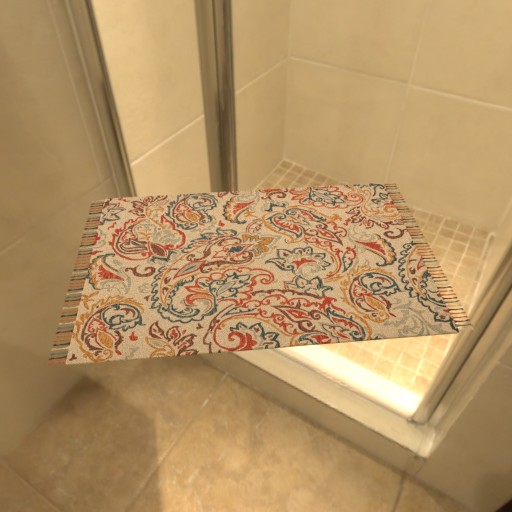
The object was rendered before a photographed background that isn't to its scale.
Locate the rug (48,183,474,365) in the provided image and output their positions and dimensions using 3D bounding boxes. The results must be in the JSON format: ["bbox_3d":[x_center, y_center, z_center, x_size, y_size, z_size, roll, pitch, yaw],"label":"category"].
[{"bbox_3d":[0.000,0.000,2.473,1.997,0.010,1.218,-4,45,-4],"label":"rug"}]
